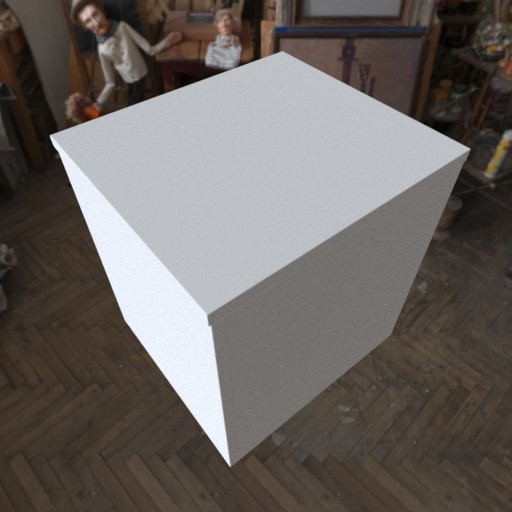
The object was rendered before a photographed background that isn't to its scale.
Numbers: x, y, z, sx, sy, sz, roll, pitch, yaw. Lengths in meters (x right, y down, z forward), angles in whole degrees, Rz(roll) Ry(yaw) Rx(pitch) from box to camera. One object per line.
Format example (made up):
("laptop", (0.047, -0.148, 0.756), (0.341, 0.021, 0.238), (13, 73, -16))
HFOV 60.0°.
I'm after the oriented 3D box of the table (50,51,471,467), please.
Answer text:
("table", (0.000, 0.000, 0.765), (0.420, 0.460, 0.380), (-31, 55, -25))
